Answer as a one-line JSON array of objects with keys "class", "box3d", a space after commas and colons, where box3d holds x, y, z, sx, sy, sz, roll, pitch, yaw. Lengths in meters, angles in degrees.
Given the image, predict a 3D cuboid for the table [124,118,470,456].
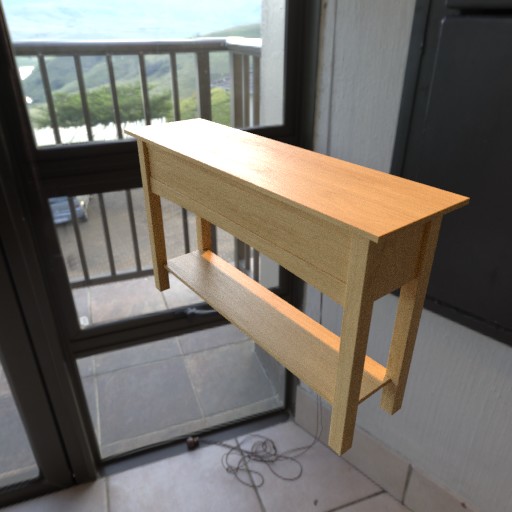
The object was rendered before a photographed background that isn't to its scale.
[{"class": "table", "box3d": [0.000, 0.000, 1.584, 0.350, 0.730, 1.240, -21, 34, -33]}]
